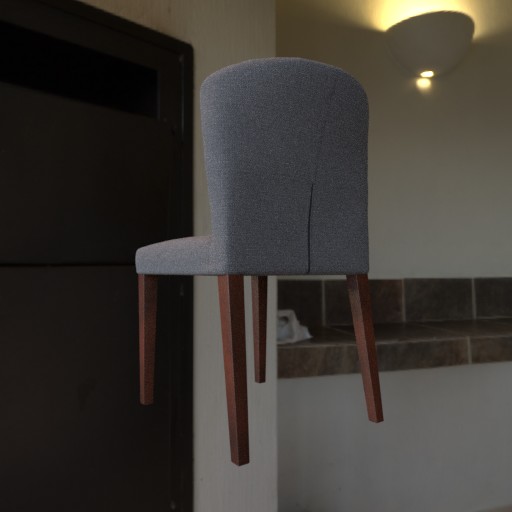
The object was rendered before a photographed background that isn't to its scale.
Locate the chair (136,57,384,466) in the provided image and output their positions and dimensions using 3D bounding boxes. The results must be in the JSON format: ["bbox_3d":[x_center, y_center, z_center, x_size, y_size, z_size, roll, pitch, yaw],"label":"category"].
[{"bbox_3d":[0.000,0.000,1.200,0.491,0.839,0.589,1,-2,-36],"label":"chair"}]
